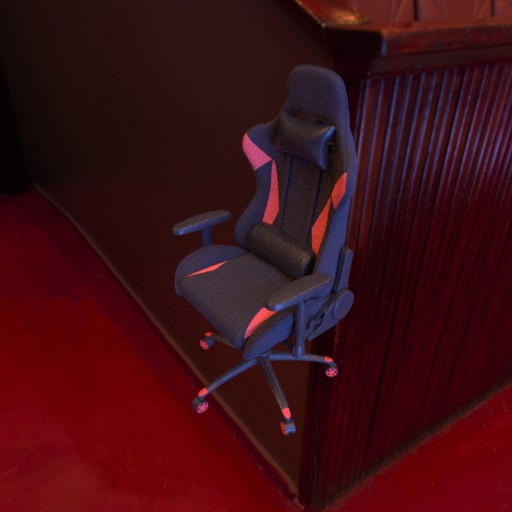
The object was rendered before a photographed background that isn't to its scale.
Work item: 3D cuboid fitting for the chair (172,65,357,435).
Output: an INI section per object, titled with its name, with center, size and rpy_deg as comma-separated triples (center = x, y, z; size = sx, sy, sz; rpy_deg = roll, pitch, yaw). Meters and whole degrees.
[chair]
center = 0.000, 0.000, 1.721
size = 0.658, 1.326, 0.695
rpy_deg = -22, 38, -31
